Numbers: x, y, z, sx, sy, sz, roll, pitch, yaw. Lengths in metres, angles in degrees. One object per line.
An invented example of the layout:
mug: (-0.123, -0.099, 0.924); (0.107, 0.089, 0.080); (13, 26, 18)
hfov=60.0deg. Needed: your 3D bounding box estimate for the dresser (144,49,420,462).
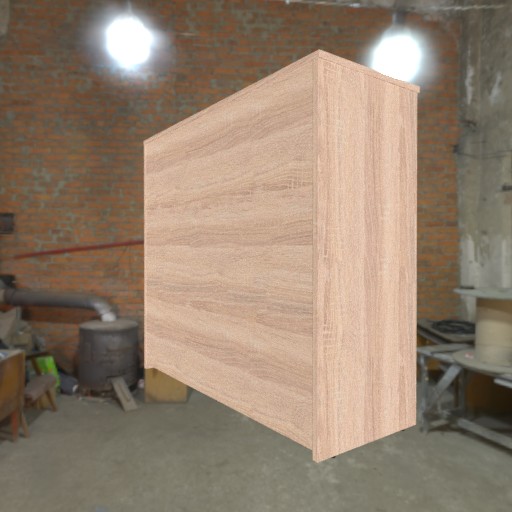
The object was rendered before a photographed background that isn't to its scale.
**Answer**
dresser: (0.000, 0.000, 1.466); (0.380, 0.900, 0.980); (0, 1, -36)
